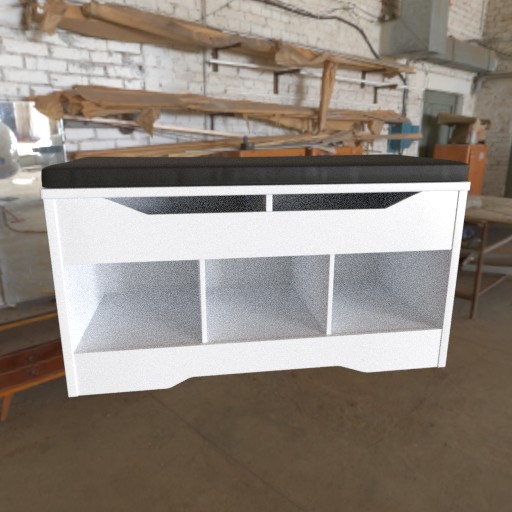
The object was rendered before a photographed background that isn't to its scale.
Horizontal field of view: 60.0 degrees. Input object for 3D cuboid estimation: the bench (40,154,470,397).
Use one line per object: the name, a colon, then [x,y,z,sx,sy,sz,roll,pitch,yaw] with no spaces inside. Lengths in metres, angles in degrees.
bench: [0.000,0.000,1.156,0.899,0.500,0.401,-2,16,-8]
